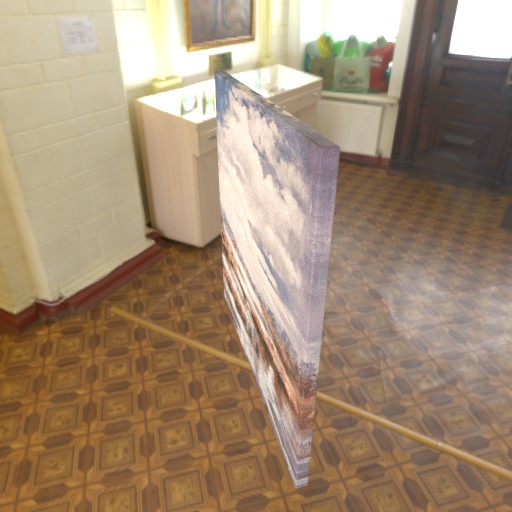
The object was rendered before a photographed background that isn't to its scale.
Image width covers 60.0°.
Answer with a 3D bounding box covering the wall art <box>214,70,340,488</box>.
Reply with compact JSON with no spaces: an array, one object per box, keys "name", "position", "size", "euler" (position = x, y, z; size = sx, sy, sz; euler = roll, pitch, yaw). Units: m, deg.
[{"name":"wall art","position":[0.000,0.000,1.476],"size":[0.040,1.020,1.010],"euler":[-8,31,-13]}]
